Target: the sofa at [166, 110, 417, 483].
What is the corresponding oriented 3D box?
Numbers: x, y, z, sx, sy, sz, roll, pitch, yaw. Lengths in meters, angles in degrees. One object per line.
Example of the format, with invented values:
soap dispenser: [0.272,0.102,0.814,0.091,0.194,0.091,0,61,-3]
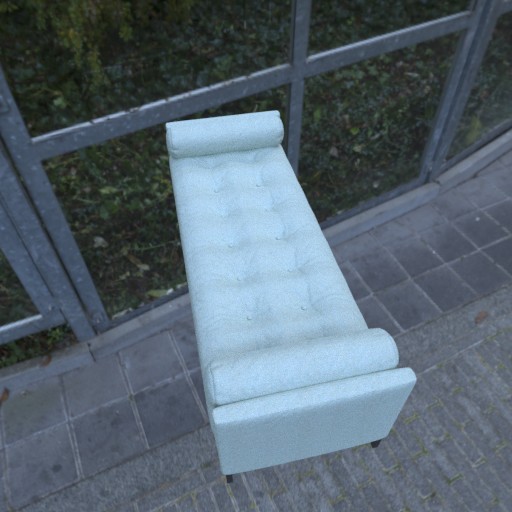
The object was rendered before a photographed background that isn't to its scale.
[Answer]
sofa: [0.000,0.000,2.500,0.796,0.705,2.102,-9,47,-9]
